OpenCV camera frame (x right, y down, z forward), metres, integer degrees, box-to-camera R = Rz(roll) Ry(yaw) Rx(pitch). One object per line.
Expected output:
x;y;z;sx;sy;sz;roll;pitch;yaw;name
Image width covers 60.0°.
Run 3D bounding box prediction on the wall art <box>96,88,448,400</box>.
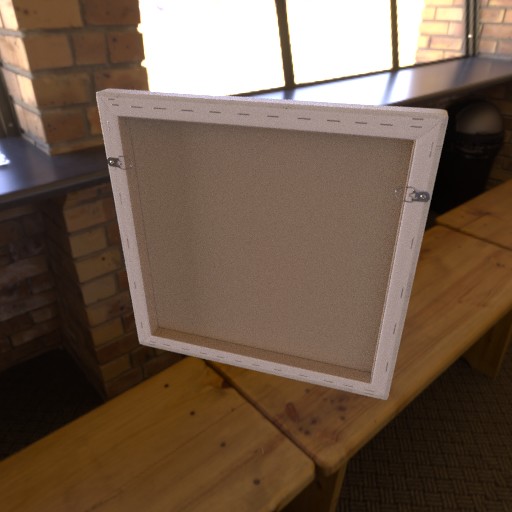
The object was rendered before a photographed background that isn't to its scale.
0.000;0.000;0.903;0.610;0.611;0.040;9;32;15;wall art
